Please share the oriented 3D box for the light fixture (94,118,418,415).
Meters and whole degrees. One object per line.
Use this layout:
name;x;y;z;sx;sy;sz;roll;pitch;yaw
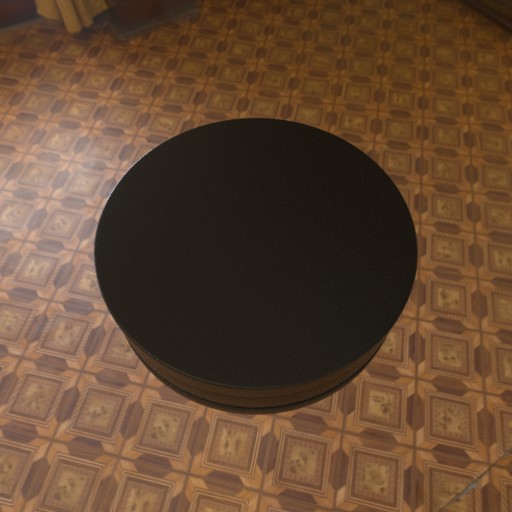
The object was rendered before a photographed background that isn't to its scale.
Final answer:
light fixture;0.000;0.000;0.430;0.283;0.097;0.283;0;59;0
